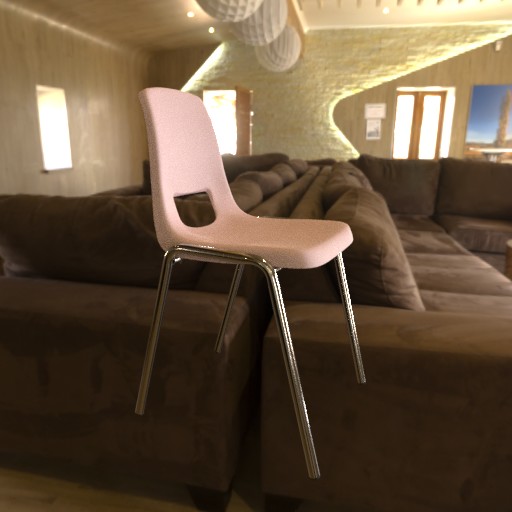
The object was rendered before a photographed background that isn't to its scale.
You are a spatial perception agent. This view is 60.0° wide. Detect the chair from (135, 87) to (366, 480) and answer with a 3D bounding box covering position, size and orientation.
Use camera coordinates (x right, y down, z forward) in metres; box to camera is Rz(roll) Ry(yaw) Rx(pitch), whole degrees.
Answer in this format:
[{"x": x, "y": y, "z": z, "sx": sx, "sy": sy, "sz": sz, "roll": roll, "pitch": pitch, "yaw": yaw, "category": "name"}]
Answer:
[{"x": 0.000, "y": 0.000, "z": 0.963, "sx": 0.436, "sy": 0.704, "sz": 0.381, "roll": 7, "pitch": 16, "yaw": 25, "category": "chair"}]
